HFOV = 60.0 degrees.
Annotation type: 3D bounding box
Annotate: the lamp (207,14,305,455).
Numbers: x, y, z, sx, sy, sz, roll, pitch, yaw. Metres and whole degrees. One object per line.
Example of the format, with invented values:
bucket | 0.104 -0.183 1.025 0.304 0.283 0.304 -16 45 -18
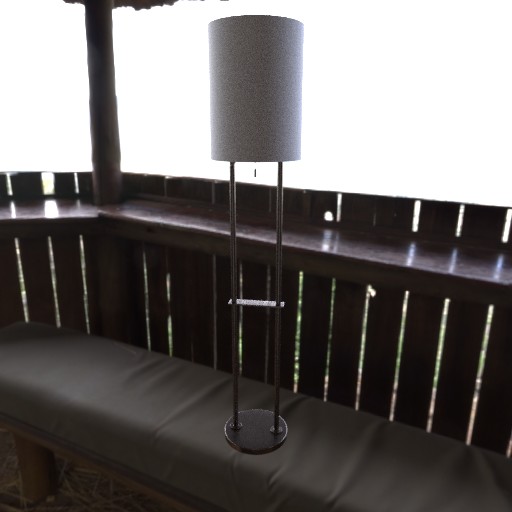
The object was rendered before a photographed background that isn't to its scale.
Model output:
lamp | 0.000 0.000 1.596 0.306 1.500 0.305 2 16 9
